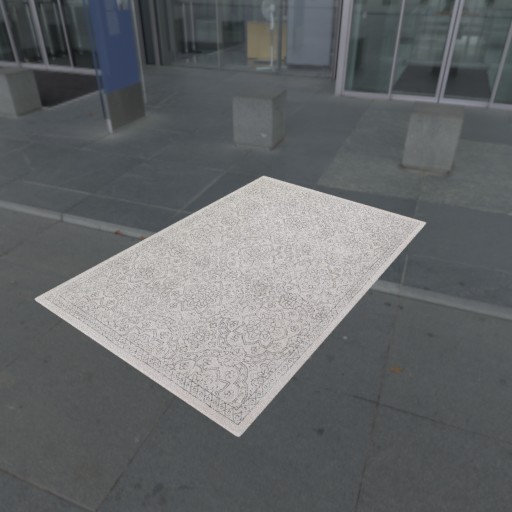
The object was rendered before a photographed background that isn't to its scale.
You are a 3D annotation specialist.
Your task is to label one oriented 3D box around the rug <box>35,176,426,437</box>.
[{"bbox_3d":[0.000,0.000,2.969,1.524,0.011,2.286,22,39,30],"label":"rug"}]
